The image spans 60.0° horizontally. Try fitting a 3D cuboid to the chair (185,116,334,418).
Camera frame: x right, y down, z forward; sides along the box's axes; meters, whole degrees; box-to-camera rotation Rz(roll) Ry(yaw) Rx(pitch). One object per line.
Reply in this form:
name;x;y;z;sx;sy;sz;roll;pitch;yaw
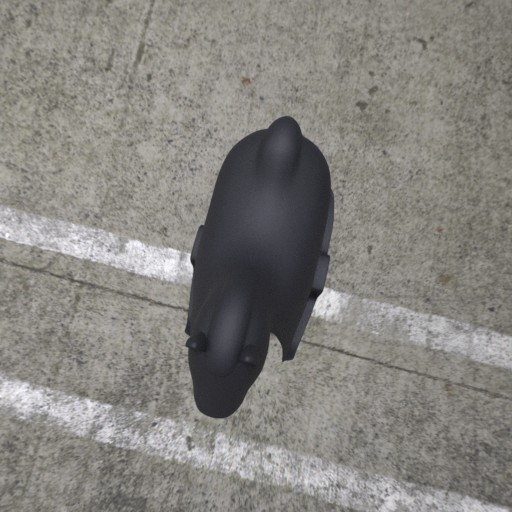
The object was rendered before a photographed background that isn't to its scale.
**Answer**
chair;0.000;0.000;1.161;0.429;0.612;0.800;13;76;3
